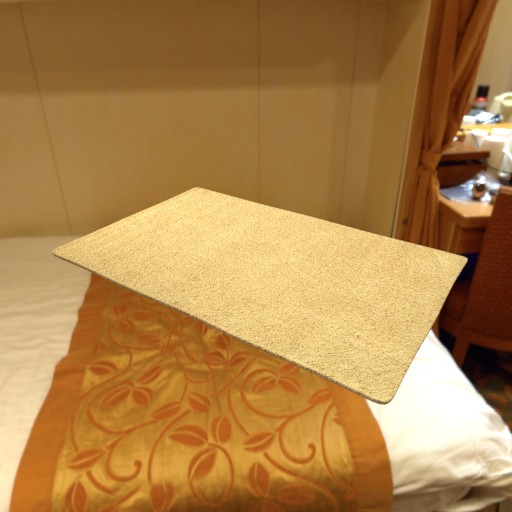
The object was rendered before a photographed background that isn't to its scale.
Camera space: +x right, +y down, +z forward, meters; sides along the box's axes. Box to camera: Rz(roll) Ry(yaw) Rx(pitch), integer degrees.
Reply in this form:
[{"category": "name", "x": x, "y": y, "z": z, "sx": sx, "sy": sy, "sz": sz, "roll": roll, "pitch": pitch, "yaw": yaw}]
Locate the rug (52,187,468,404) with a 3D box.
[{"category": "rug", "x": 0.000, "y": 0.000, "z": 2.945, "sx": 2.349, "sy": 0.025, "sz": 1.500, "roll": 18, "pitch": 34, "yaw": 30}]
